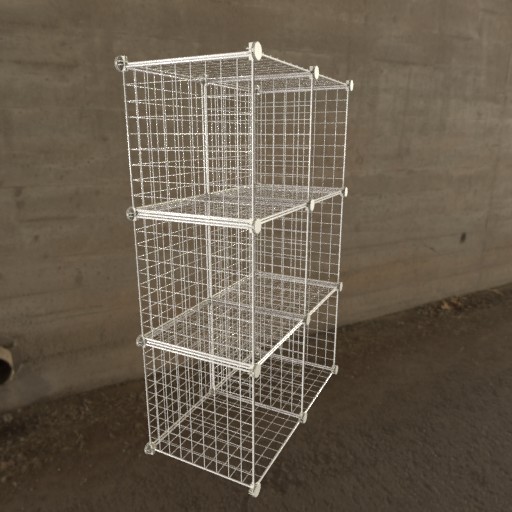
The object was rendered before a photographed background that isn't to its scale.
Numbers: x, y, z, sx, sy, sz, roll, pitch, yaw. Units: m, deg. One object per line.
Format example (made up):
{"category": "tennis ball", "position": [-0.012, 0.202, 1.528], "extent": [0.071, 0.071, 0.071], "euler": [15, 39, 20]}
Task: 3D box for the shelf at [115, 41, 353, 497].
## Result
{"category": "shelf", "position": [0.000, 0.000, 1.366], "extent": [0.356, 1.067, 0.711], "euler": [8, 17, 26]}
